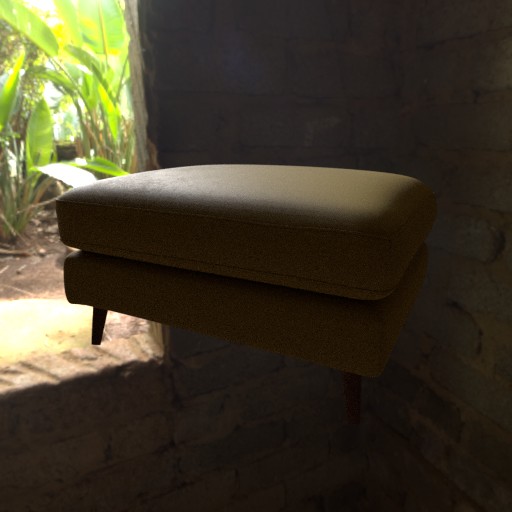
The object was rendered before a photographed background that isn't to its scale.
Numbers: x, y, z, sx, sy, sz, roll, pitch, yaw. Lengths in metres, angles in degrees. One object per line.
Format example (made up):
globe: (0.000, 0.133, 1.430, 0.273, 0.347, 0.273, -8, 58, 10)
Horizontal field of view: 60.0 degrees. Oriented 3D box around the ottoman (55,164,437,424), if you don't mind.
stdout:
ottoman: (0.000, 0.000, 1.152, 0.811, 0.449, 0.608, 8, 18, 26)
